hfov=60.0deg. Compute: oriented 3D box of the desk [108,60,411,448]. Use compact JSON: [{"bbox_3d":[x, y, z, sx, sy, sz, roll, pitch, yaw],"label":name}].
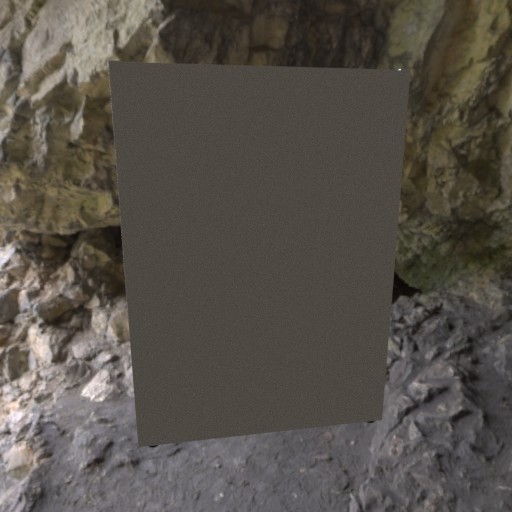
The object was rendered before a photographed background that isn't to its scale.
[{"bbox_3d":[0.000,0.000,1.560,0.850,1.190,0.390,-3,15,-10],"label":"desk"}]
